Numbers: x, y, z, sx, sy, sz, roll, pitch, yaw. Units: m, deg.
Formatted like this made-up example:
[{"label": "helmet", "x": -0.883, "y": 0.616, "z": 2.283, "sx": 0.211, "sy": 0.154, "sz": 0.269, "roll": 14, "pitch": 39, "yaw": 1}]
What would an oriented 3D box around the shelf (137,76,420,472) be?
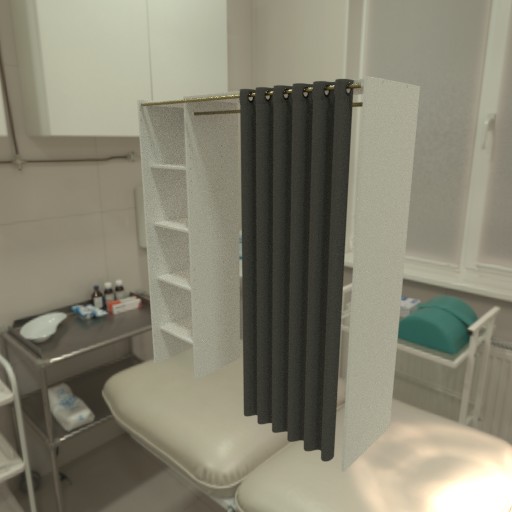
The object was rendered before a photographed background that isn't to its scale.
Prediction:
[{"label": "shelf", "x": 0.000, "y": 0.000, "z": 2.621, "sx": 1.600, "sy": 1.810, "sz": 0.500, "roll": 13, "pitch": 20, "yaw": 41}]
